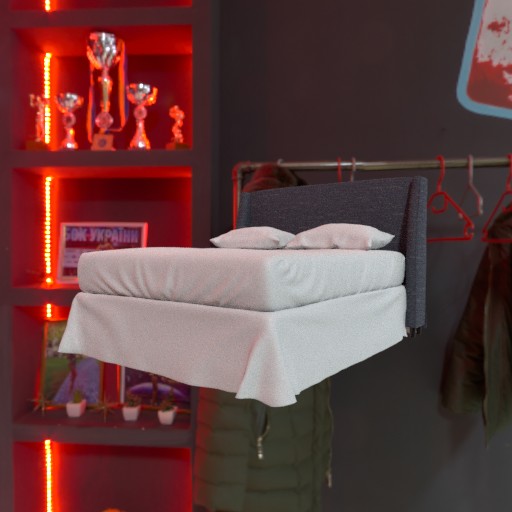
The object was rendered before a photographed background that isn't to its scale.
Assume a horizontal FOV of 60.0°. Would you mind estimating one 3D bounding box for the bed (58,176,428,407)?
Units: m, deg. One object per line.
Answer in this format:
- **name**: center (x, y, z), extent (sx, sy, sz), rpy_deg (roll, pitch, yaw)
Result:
- **bed**: center (0.000, 0.000, 3.385), extent (1.925, 1.332, 2.276), rpy_deg (1, 2, 37)
